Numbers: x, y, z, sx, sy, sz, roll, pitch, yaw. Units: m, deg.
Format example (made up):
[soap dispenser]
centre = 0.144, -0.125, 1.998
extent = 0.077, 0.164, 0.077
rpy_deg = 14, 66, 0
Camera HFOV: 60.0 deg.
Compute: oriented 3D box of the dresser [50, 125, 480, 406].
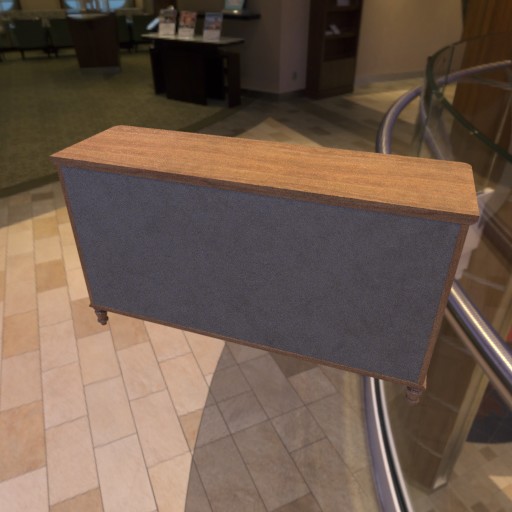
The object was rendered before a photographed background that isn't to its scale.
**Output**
[dresser]
centre = 0.000, 0.000, 1.971
extent = 1.583, 0.892, 0.468
rpy_deg = 11, 34, 16
